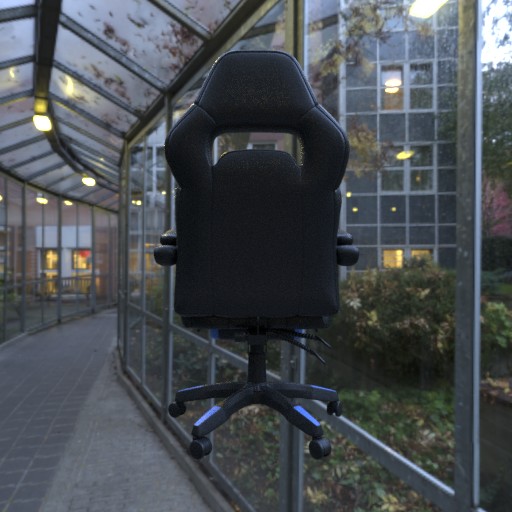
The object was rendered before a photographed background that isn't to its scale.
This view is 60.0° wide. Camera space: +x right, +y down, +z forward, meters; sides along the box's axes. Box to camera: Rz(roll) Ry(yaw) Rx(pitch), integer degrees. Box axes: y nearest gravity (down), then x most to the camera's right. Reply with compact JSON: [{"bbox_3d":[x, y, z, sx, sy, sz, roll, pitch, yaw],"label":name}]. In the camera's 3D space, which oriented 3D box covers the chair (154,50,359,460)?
[{"bbox_3d":[0.000,0.000,1.684,0.700,1.280,0.700,0,-1,0],"label":"chair"}]
